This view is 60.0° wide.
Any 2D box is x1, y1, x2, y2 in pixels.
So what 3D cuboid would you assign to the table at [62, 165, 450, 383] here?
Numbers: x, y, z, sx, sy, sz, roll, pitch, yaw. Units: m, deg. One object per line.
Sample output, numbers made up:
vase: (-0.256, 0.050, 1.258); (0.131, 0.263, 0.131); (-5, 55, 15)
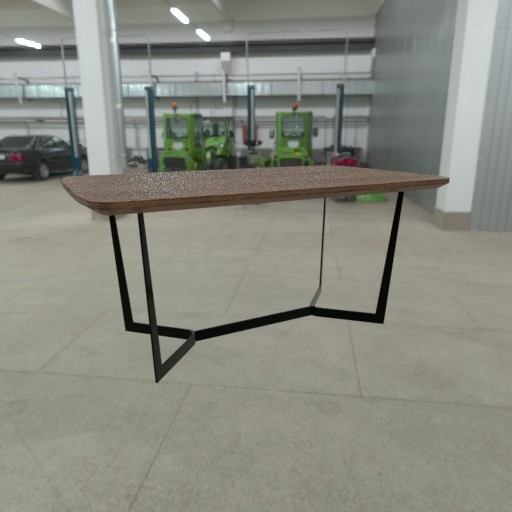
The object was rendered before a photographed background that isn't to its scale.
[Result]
table: (0.000, 0.000, 2.178); (1.643, 0.765, 0.949); (-8, 18, -27)
